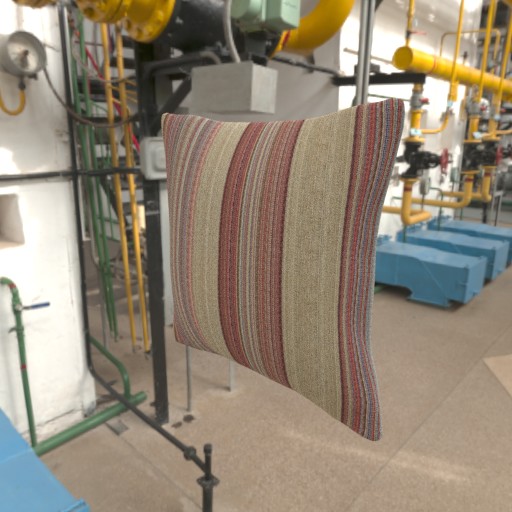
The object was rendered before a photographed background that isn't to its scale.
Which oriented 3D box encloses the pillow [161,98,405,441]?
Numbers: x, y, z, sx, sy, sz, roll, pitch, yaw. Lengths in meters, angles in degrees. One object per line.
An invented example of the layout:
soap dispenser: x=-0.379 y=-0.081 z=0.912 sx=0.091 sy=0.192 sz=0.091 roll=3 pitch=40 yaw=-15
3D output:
pillow: x=0.000 y=0.000 z=0.655 sx=0.437 sy=0.419 sz=0.136 roll=14 pitch=20 yaw=42
